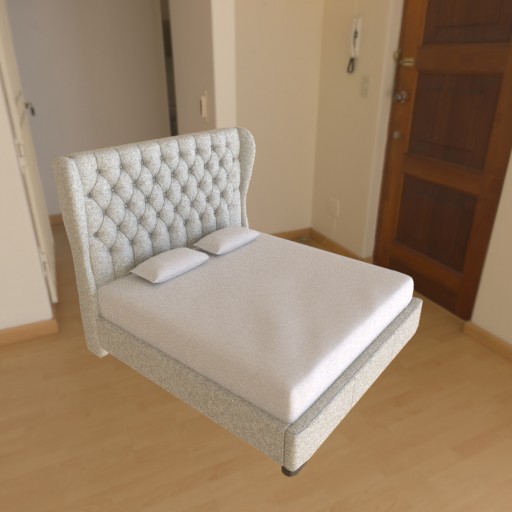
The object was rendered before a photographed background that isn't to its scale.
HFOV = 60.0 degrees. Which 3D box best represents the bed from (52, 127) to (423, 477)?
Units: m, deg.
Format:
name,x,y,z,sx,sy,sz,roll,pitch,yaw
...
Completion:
name,x,y,z,sx,sy,sz,roll,pitch,yaw
bed,0.000,0.000,3.849,2.347,1.771,2.219,18,30,35
